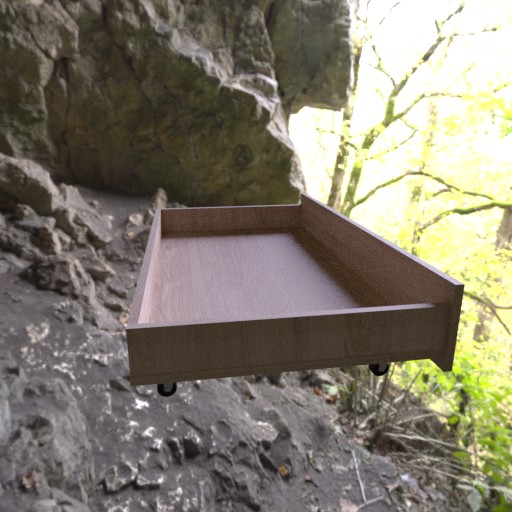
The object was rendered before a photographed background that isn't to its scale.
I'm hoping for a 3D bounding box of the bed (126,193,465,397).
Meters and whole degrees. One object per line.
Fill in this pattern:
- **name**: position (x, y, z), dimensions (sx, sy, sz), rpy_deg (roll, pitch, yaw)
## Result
- **bed**: position (0.000, 0.000, 1.442), dimensions (0.685, 0.209, 1.200), rpy_deg (-3, 17, -9)
